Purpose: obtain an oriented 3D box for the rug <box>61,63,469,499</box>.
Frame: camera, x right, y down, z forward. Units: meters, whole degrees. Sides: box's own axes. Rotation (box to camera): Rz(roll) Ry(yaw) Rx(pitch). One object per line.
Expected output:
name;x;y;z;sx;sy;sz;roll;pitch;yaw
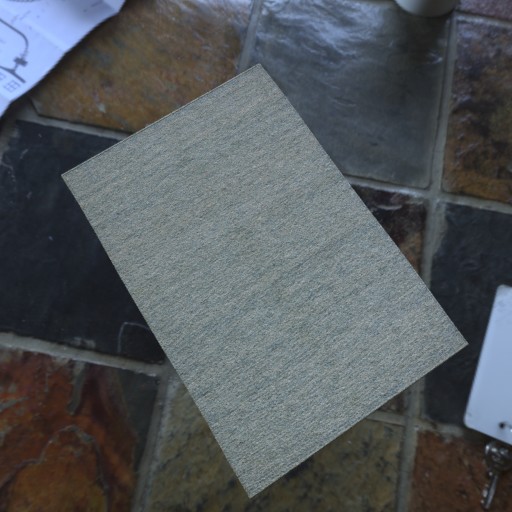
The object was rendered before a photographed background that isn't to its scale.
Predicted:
rug;0.000;0.000;2.758;1.547;0.013;2.283;-32;79;-7
